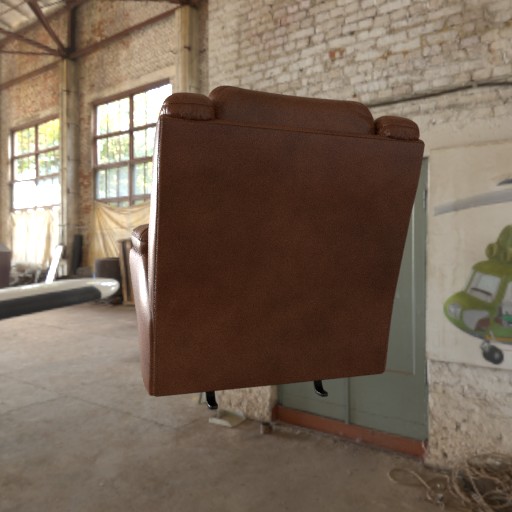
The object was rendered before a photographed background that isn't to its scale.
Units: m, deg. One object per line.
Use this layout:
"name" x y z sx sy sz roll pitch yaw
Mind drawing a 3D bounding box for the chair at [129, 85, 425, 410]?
"chair" 0.000 0.000 1.876 0.990 1.093 1.041 0 1 -19
